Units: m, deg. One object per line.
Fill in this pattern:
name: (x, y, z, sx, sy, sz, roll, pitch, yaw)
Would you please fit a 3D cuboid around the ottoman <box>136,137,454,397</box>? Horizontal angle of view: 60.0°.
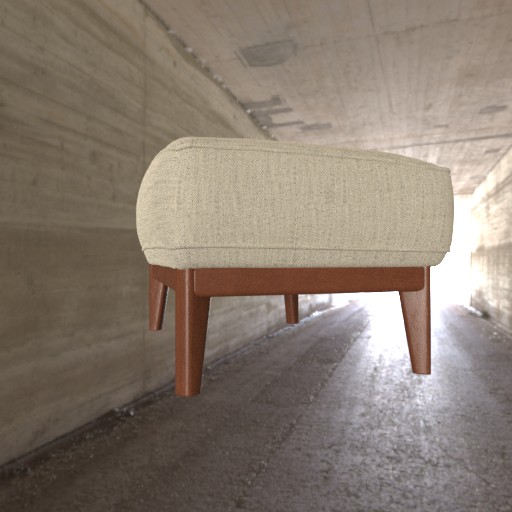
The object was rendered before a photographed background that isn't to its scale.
ottoman: (0.000, 0.000, 1.145, 0.594, 0.465, 0.794, 0, 0, -17)
